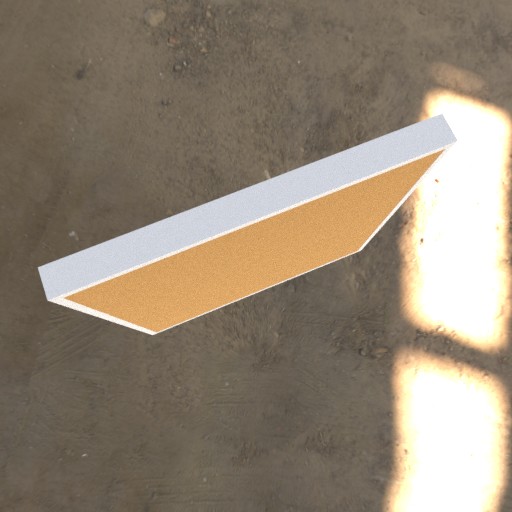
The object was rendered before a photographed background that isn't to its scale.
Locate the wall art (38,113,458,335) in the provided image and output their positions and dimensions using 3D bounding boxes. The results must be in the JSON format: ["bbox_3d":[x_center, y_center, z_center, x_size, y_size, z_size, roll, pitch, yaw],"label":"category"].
[{"bbox_3d":[0.000,0.000,0.454,0.304,0.304,0.024,-22,77,-5],"label":"wall art"}]
